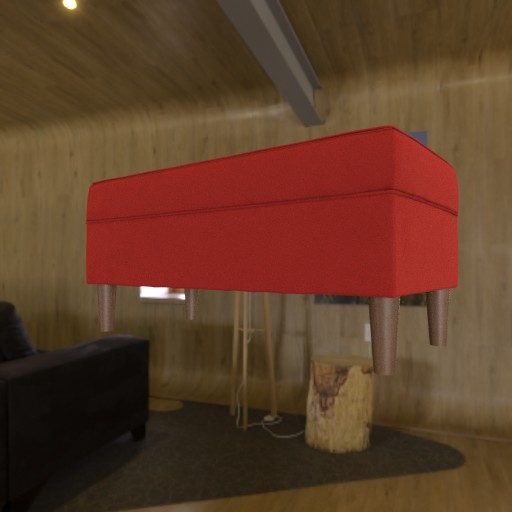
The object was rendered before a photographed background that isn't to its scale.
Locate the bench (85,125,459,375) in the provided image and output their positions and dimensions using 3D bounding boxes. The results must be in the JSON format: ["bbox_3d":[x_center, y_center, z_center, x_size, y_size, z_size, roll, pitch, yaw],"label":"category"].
[{"bbox_3d":[0.000,0.000,1.292,1.016,0.471,0.492,-1,-1,37],"label":"bench"}]
